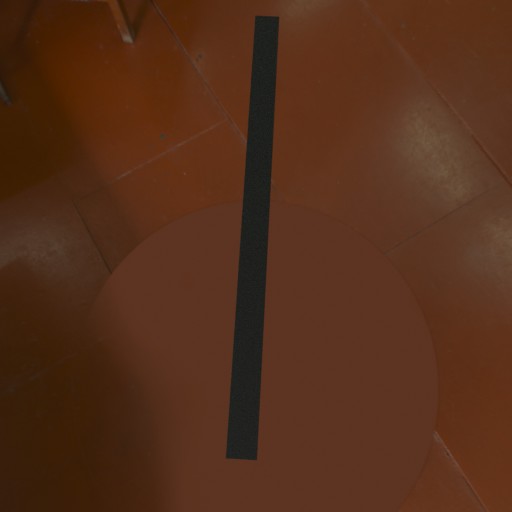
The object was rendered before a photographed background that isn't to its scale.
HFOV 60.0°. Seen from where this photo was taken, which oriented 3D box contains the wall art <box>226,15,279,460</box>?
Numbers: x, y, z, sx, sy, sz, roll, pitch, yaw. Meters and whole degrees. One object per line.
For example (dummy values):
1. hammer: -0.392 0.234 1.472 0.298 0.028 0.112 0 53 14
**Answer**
1. wall art: 0.000 0.000 0.545 0.024 0.329 0.404 3 76 1
